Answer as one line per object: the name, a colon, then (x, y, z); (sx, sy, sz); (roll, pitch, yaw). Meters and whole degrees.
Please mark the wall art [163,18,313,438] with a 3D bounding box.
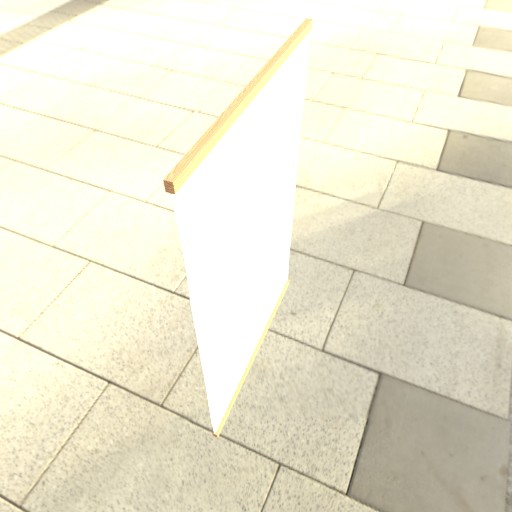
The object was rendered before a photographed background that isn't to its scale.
wall art: (0.000, 0.000, 1.850); (0.025, 1.521, 1.011); (17, 50, 15)
